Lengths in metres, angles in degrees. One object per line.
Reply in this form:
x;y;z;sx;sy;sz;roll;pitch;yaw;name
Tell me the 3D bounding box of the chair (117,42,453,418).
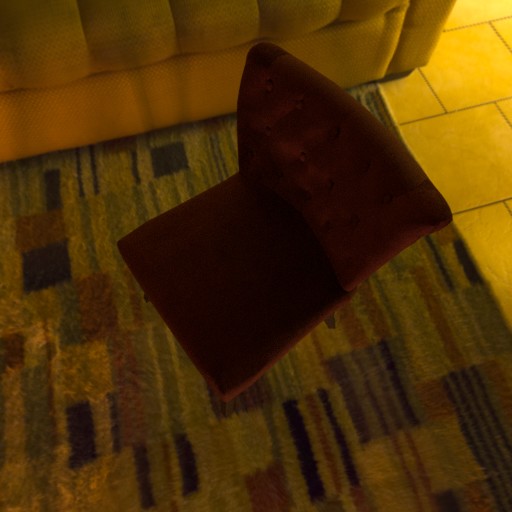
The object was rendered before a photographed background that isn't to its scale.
0.000;0.000;1.181;0.605;0.750;0.582;-34;70;-15;chair
